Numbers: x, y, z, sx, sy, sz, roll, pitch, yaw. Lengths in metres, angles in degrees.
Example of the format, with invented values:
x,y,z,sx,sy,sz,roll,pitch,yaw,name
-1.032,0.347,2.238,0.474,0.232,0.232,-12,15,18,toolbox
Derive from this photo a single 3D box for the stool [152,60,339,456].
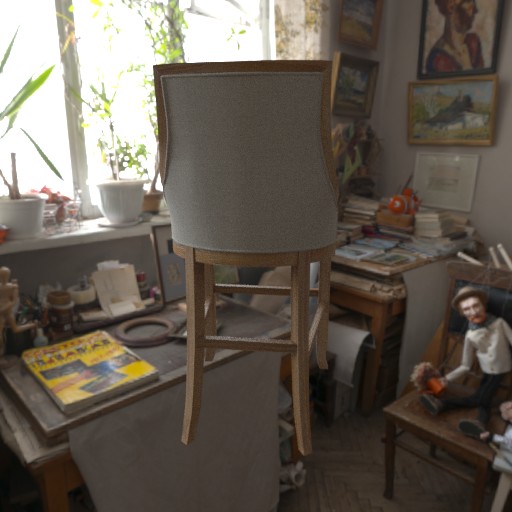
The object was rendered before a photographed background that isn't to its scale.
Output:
x,y,z,sx,sy,sz,roll,pitch,yaw,name
0.000,0.000,1.460,0.524,1.101,0.626,2,15,8,stool
